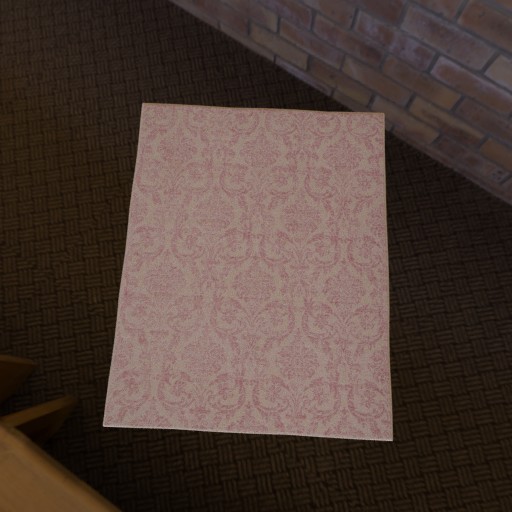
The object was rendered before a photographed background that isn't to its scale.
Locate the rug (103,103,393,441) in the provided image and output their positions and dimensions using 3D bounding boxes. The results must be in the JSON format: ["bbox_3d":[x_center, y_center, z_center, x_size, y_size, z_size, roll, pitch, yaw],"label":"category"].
[{"bbox_3d":[0.000,0.000,3.967,2.363,0.012,2.980,3,76,1],"label":"rug"}]
